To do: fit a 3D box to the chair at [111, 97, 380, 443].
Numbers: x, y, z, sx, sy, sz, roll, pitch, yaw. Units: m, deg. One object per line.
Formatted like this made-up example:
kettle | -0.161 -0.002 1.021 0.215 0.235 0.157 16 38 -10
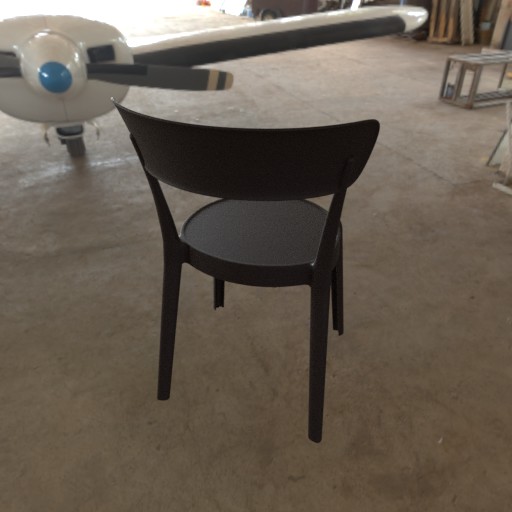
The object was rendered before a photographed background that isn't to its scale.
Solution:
chair | 0.000 0.000 1.098 0.506 0.790 0.491 10 34 15
